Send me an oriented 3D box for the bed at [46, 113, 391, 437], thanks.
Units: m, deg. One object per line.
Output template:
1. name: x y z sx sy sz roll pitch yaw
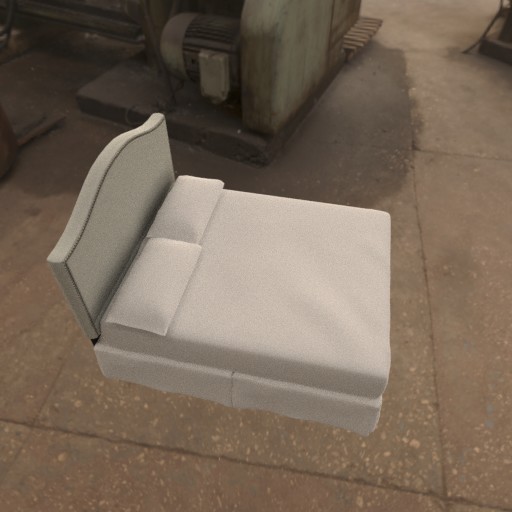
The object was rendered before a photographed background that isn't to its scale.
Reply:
1. bed: 0.000 0.000 3.431 2.180 1.607 1.813 9 48 8
